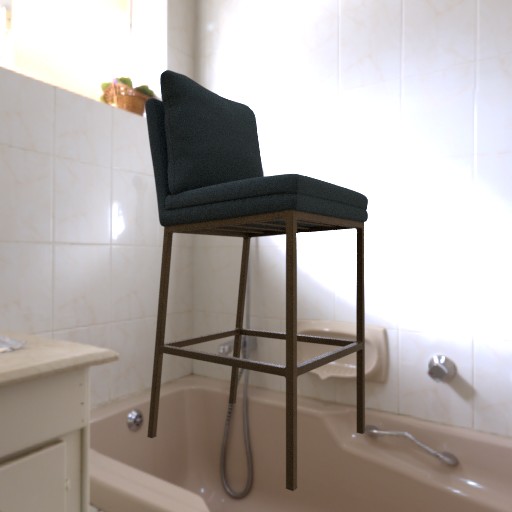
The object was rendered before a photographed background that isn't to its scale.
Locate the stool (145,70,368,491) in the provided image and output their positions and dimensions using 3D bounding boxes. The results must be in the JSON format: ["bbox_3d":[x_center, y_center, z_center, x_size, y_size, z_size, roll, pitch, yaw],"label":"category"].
[{"bbox_3d":[0.000,0.000,1.396,0.568,1.124,0.463,0,-1,36],"label":"stool"}]
